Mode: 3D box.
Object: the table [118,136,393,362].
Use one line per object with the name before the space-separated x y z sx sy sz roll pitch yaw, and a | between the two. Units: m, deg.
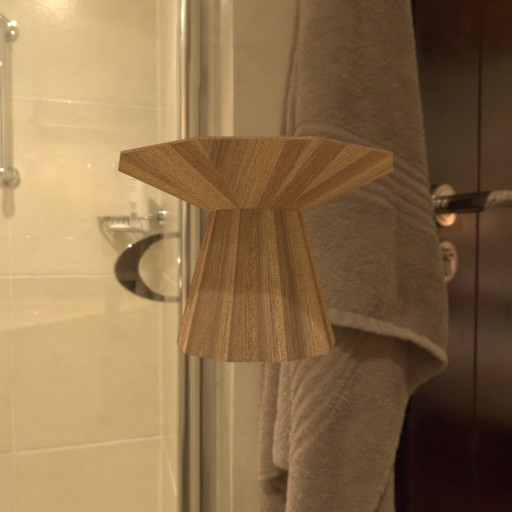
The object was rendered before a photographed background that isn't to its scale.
table | 0.000 0.000 1.920 1.186 0.752 1.186 0 1 0
